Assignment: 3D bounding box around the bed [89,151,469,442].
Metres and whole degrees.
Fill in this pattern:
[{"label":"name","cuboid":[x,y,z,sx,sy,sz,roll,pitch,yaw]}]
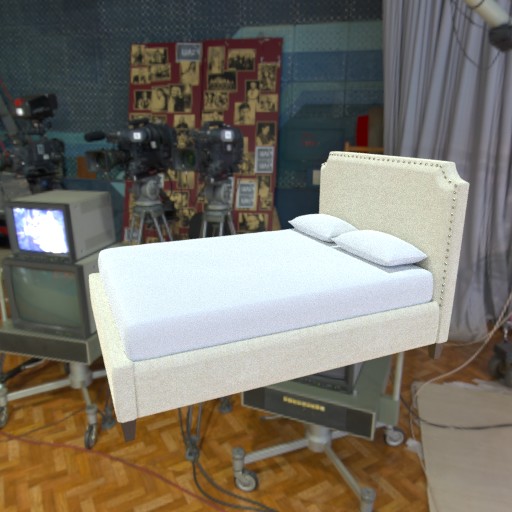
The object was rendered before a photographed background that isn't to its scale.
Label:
[{"label":"bed","cuboid":[0.000,0.000,3.424,2.381,1.457,1.713,-7,18,-23]}]
